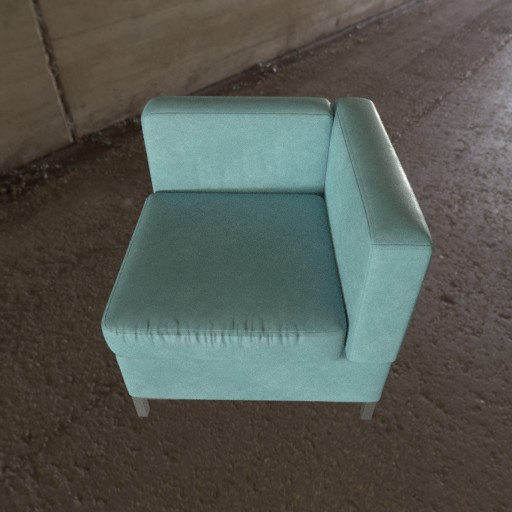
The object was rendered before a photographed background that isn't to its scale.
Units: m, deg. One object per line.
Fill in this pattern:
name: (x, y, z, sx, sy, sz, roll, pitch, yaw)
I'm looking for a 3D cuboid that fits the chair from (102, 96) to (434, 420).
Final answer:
chair: (0.000, 0.000, 1.230, 0.680, 0.660, 0.680, 1, 41, 1)
